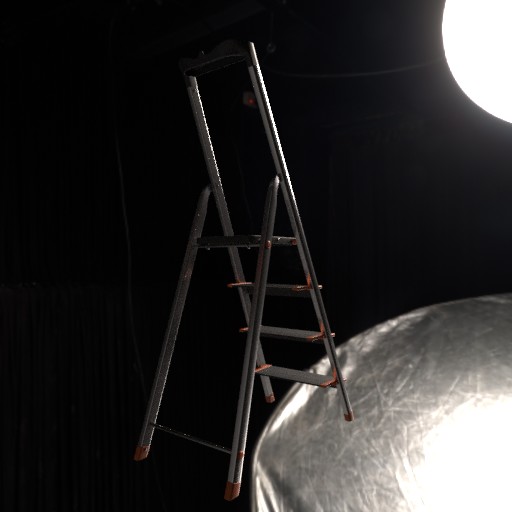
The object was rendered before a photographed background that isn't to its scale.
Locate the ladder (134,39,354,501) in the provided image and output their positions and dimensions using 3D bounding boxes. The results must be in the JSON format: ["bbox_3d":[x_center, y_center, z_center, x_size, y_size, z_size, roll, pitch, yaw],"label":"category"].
[{"bbox_3d":[0.000,0.000,1.756,0.452,1.429,0.834,0,-1,37],"label":"ladder"}]
